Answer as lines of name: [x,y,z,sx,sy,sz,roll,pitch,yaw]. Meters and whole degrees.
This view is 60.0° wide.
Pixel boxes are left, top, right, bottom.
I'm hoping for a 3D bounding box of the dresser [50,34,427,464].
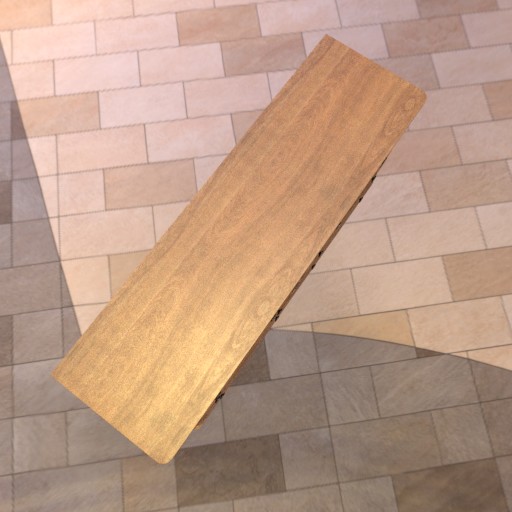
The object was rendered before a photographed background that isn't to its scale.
dresser: [0.000,0.000,1.961,0.468,0.892,1.583,35,78,8]
